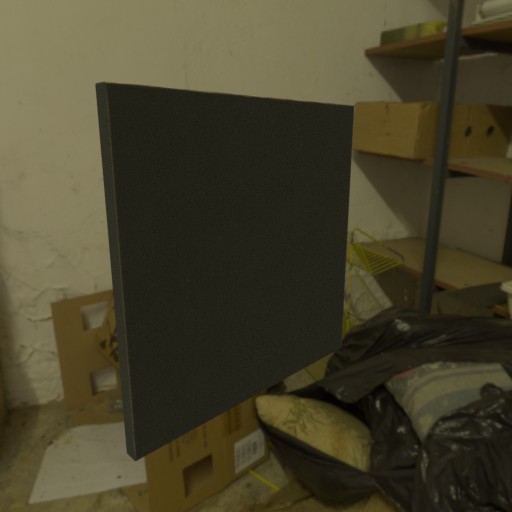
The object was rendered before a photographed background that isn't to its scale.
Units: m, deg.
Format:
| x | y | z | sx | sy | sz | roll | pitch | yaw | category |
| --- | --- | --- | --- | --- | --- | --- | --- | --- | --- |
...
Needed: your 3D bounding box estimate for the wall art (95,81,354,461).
| x | y | z | sx | sy | sz | roll | pitch | yaw | category |
| --- | --- | --- | --- | --- | --- | --- | --- | --- | --- |
| 0.000 | 0.000 | 0.448 | 0.304 | 0.303 | 0.015 | -14 | 20 | -43 | wall art |
